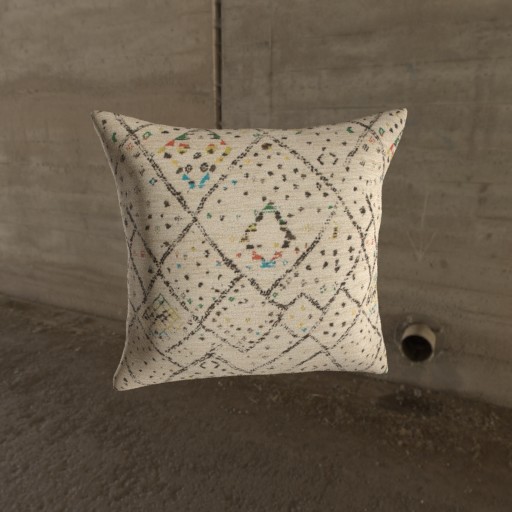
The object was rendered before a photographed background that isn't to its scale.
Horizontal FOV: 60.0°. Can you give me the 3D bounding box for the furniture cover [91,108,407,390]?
[{"bbox_3d":[0.000,0.000,0.782,0.525,0.498,0.180,-2,16,-7],"label":"furniture cover"}]
